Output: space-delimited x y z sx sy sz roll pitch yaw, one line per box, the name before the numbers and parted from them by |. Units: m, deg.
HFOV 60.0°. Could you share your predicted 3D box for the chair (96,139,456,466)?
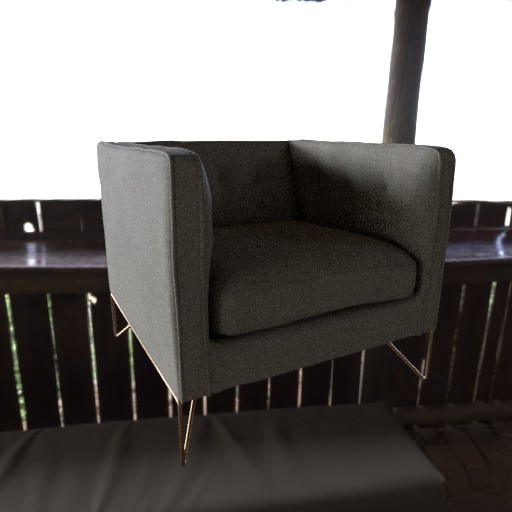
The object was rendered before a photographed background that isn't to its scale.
chair | 0.000 0.000 1.595 0.920 0.799 0.912 -8 18 -27
